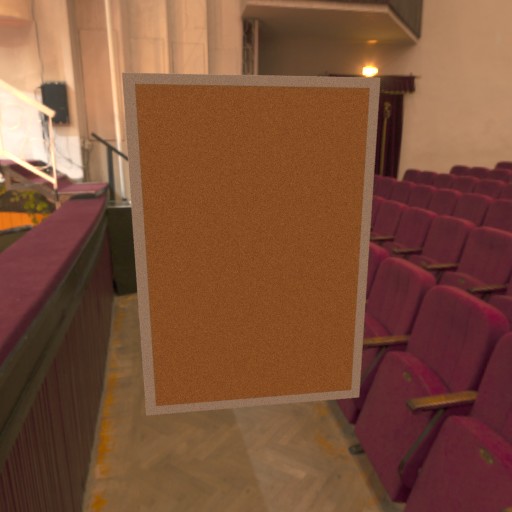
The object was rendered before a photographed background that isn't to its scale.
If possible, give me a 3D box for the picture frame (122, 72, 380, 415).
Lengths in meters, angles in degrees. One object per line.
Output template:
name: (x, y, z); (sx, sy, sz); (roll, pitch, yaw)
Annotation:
picture frame: (0.000, 0.000, 0.866); (0.457, 0.657, 0.013); (-2, 15, -8)
